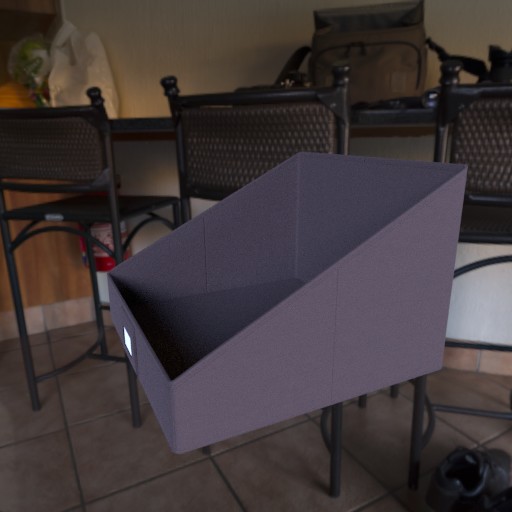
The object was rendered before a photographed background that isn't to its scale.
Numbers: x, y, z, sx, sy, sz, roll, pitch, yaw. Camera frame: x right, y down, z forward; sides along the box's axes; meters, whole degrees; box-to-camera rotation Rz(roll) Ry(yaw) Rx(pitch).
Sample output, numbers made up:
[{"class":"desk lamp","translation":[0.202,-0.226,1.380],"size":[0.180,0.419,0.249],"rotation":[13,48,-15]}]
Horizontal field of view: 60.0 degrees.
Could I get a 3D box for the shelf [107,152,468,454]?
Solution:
[{"class":"shelf","translation":[0.000,0.000,0.495],"size":[0.292,0.210,0.292],"rotation":[-8,18,-26]}]
